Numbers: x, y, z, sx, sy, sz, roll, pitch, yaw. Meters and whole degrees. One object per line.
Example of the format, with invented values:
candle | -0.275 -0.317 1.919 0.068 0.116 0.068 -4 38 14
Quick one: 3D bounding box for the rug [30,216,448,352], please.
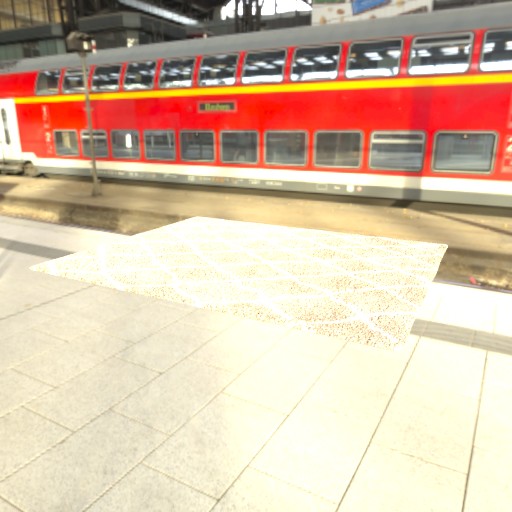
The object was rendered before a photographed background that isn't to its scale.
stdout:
rug | 0.000 0.000 4.074 3.047 0.029 2.438 9 18 27
